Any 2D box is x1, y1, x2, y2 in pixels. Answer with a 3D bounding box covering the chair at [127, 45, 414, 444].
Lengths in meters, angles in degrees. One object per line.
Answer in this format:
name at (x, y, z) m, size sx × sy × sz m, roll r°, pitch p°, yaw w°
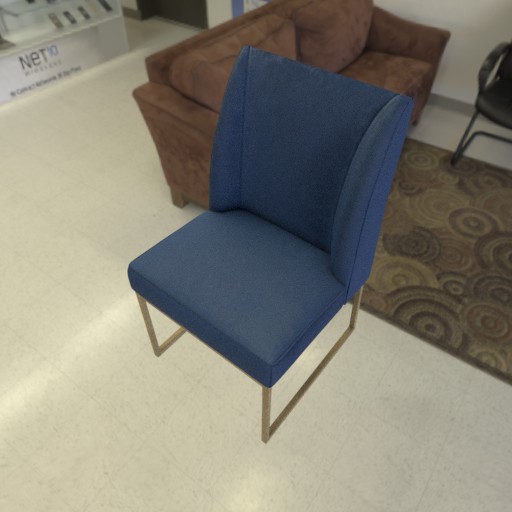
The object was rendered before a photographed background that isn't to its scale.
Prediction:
chair at (0.000, 0.000, 1.209) m, size 0.508 × 0.863 × 0.522 m, roll 30°, pitch 53°, yaw 26°
